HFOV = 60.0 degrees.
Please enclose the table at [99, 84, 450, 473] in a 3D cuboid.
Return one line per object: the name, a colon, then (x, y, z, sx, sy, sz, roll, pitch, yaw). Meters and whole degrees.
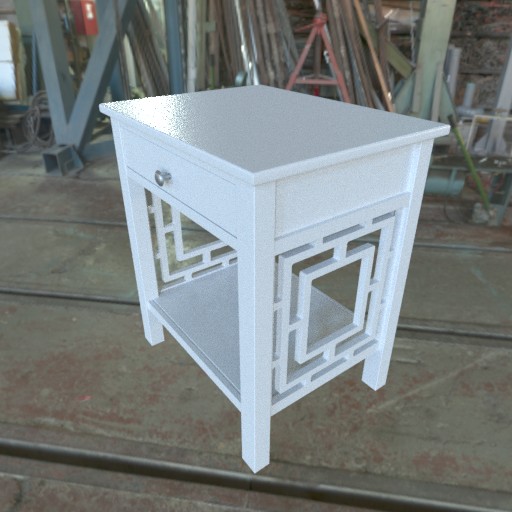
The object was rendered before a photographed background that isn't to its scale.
table: (0.000, 0.000, 1.033, 0.451, 0.646, 0.564, -20, 35, -31)
